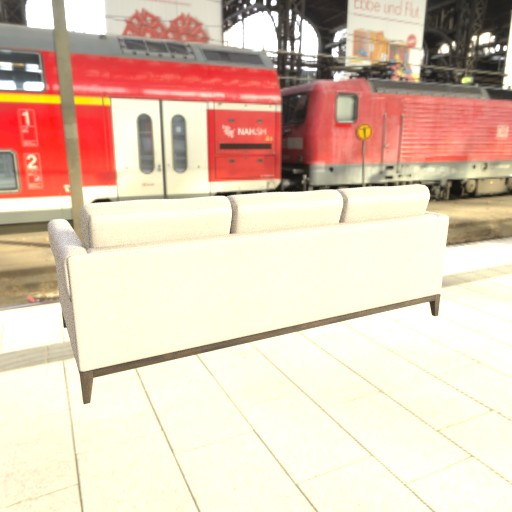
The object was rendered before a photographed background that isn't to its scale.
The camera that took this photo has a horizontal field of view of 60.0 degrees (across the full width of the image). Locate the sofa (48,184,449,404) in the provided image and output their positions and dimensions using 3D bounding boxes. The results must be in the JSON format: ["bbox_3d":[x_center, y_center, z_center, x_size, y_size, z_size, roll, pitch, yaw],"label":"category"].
[{"bbox_3d":[0.000,0.000,2.686,2.210,0.838,0.959,-7,16,-27],"label":"sofa"}]
